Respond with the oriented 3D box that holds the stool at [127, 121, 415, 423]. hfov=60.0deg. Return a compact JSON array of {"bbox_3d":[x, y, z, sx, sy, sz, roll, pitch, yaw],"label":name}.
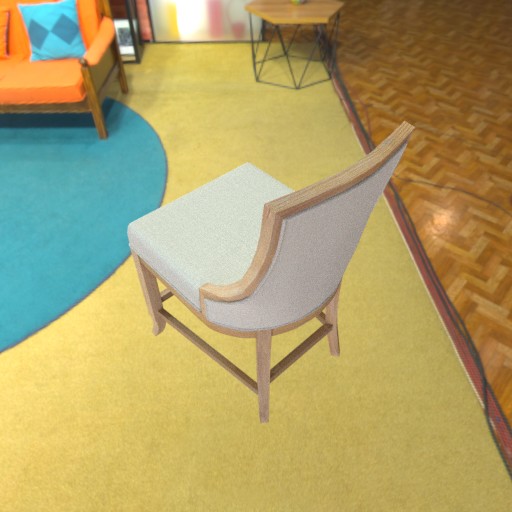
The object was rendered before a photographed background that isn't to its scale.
[{"bbox_3d":[0.000,0.000,1.350,0.524,0.938,0.626,-34,54,-29],"label":"stool"}]
